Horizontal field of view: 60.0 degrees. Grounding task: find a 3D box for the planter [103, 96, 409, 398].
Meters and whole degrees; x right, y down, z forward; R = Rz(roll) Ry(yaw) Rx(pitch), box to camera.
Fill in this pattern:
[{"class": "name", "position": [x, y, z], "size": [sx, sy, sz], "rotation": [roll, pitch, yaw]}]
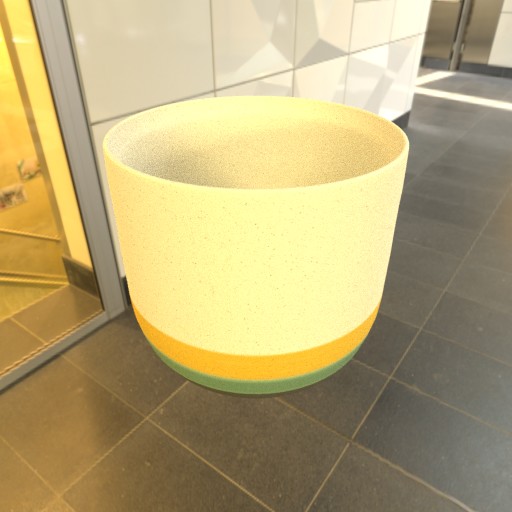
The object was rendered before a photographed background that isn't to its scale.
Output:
[{"class": "planter", "position": [0.000, 0.000, 0.472], "size": [0.268, 0.270, 0.268], "rotation": [0, 33, 0]}]
